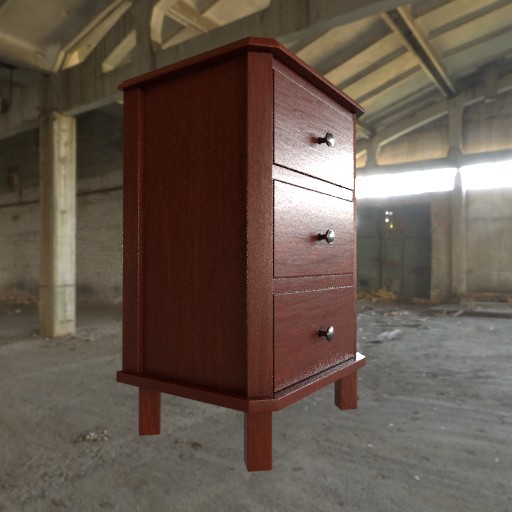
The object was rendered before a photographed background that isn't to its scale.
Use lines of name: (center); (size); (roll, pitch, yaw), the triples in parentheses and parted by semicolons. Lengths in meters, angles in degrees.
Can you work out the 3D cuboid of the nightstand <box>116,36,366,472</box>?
nightstand: (0.000, 0.000, 0.931); (0.351, 0.681, 0.435); (-1, -1, 35)
